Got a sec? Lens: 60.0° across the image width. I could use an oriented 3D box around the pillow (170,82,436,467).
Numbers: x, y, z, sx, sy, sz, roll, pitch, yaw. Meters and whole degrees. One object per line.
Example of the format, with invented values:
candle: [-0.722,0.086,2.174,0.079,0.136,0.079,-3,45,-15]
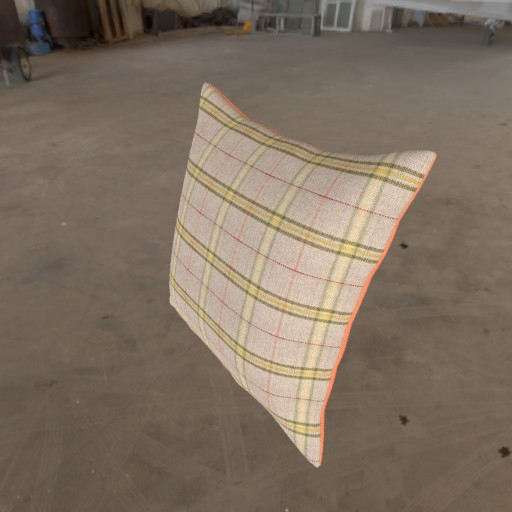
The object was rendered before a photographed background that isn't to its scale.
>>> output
pillow: [0.000,0.000,0.681,0.200,0.430,0.453,-21,38,-30]
